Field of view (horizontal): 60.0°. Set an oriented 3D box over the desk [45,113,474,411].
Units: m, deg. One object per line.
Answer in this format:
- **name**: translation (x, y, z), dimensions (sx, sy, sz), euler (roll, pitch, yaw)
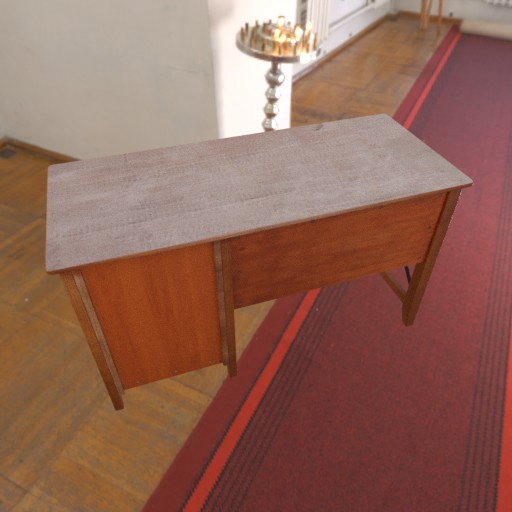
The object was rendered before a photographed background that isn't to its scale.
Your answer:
- **desk**: translation (0.000, 0.000, 1.767), dimensions (1.353, 0.756, 0.574), euler (-13, 43, -14)
